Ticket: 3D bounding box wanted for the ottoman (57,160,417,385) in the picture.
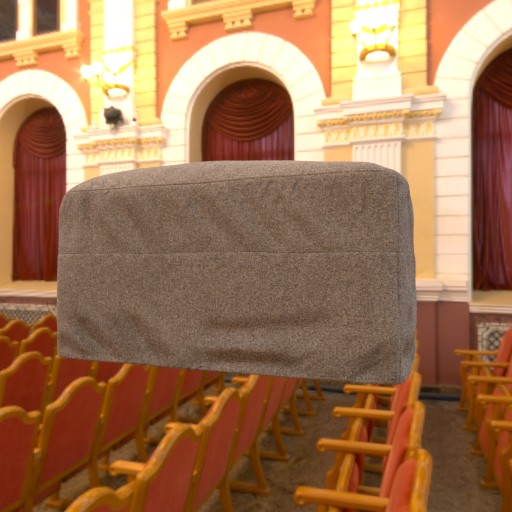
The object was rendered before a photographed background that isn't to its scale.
[{"bbox_3d":[0.000,0.000,1.232,0.837,0.481,0.683,0,0,19],"label":"ottoman"}]
